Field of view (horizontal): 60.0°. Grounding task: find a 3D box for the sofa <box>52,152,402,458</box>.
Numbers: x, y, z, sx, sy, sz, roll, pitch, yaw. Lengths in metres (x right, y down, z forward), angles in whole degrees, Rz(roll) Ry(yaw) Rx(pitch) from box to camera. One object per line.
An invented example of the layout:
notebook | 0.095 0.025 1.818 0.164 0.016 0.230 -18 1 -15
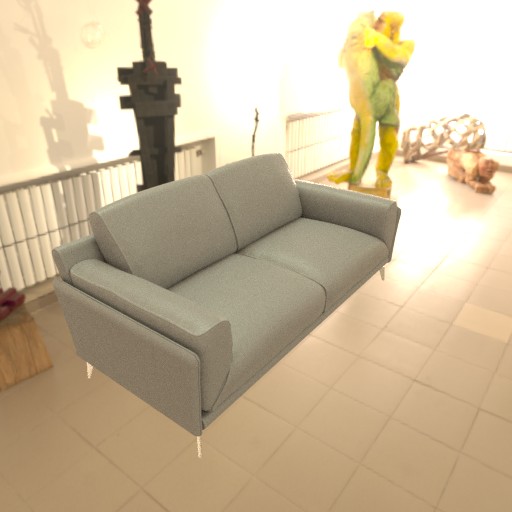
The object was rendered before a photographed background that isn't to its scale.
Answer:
sofa | 0.000 0.000 2.744 1.049 0.930 2.101 19 32 33
